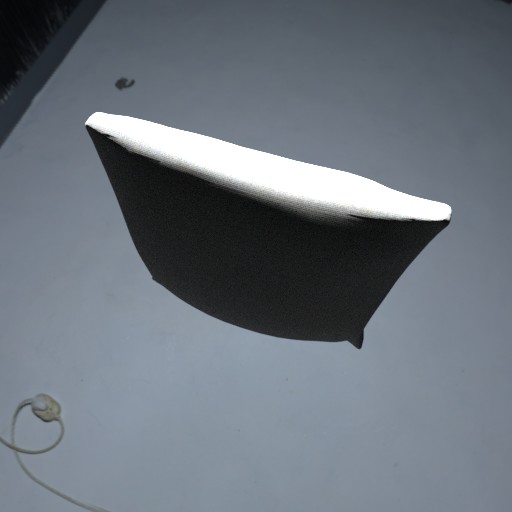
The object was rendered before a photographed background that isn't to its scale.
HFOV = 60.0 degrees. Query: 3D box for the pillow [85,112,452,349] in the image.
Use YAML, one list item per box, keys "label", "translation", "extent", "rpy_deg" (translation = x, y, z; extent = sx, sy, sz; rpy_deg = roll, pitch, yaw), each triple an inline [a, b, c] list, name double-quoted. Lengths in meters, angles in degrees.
- label: "pillow"
  translation: [0.000, 0.000, 0.784]
  extent: [0.496, 0.491, 0.219]
  rpy_deg: [17, 64, 8]
